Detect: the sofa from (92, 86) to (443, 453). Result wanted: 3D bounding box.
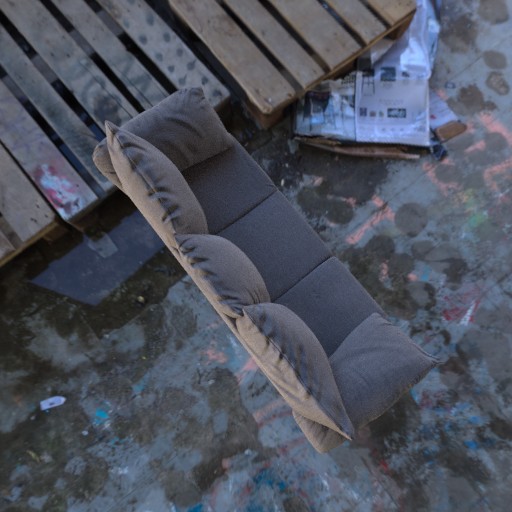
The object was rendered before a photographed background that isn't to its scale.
[{"bbox_3d":[0.000,0.000,2.887,0.927,1.043,2.390,-37,79,-9],"label":"sofa"}]
